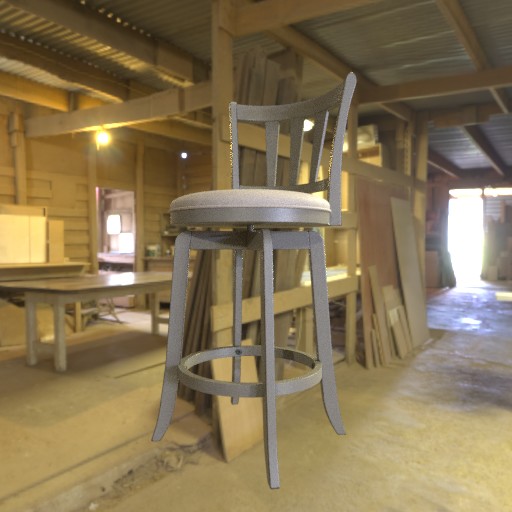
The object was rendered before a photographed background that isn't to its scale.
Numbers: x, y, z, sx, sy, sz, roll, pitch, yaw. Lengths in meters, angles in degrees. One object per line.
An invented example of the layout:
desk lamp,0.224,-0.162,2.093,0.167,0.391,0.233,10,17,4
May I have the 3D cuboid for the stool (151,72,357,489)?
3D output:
stool,0.000,0.000,1.225,0.450,0.994,0.486,1,2,36
